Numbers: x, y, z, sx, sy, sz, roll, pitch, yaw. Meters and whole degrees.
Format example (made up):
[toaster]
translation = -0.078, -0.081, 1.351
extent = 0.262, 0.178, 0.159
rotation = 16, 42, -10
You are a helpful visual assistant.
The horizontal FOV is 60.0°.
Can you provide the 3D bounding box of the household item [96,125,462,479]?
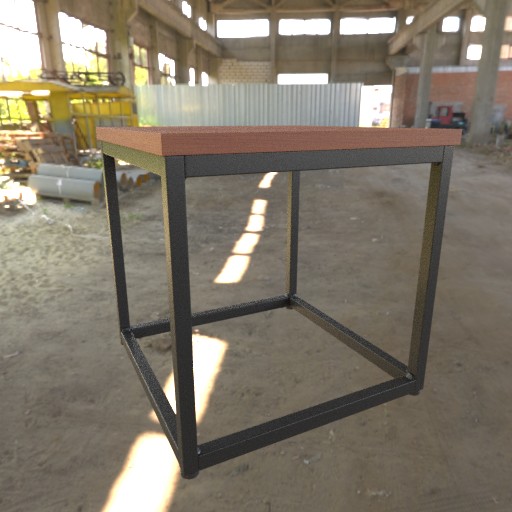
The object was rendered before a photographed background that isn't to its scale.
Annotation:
[household item]
translation = 0.000, 0.000, 0.720
extent = 0.400, 0.400, 0.400
rotation = -9, 19, -26
